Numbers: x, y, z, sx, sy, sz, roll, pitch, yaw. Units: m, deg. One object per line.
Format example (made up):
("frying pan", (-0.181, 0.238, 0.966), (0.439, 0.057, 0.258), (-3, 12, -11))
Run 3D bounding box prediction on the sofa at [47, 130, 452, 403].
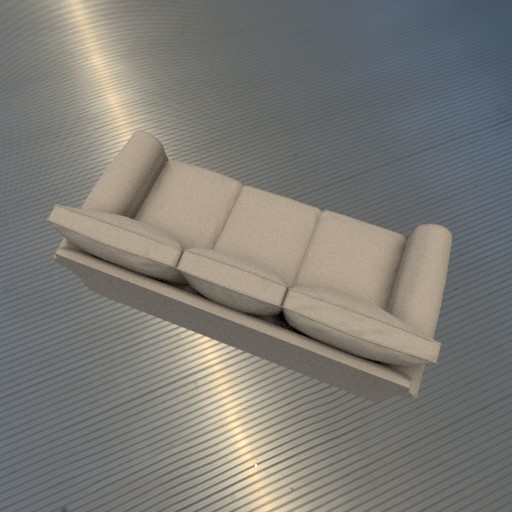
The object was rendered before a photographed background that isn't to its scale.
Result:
("sofa", (0.000, 0.000, 2.672), (2.118, 0.889, 0.998), (19, 66, 9))
